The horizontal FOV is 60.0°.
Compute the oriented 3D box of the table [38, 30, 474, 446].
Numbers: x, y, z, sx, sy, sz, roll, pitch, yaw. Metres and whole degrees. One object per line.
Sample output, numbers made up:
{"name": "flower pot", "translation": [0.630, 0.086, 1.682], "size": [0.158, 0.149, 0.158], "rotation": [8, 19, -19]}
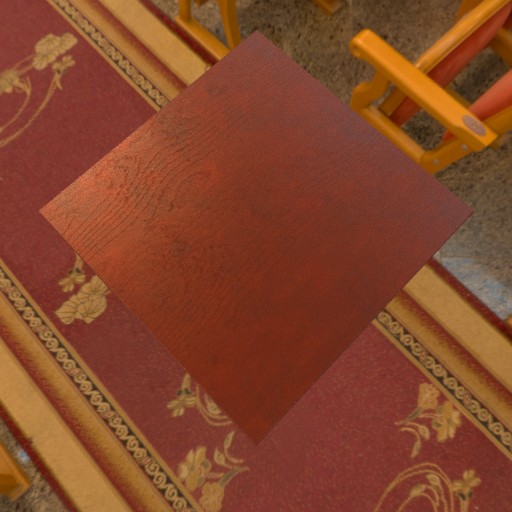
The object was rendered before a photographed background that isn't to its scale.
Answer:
{"name": "table", "translation": [0.000, 0.000, 0.986], "size": [0.523, 0.558, 0.522], "rotation": [-41, 79, -10]}
